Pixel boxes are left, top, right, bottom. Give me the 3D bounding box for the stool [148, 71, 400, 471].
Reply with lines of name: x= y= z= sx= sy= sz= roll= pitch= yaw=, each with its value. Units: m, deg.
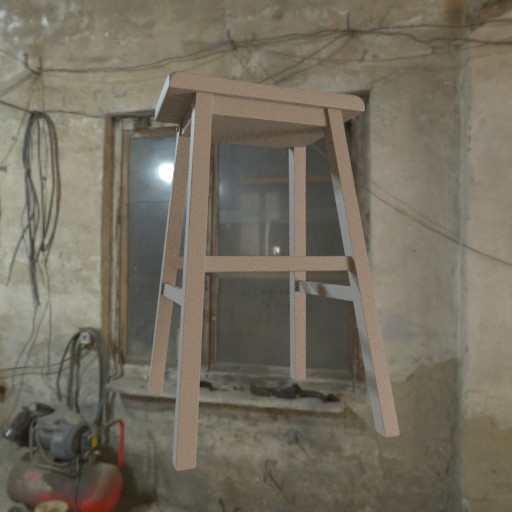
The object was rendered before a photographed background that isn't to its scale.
stool: x=0.000 y=0.000 z=1.057 sx=0.457 sy=0.737 sz=0.476 roll=0 pitch=0 yaw=-19
